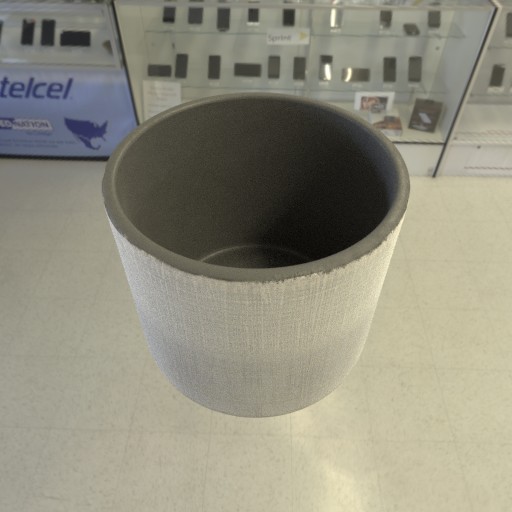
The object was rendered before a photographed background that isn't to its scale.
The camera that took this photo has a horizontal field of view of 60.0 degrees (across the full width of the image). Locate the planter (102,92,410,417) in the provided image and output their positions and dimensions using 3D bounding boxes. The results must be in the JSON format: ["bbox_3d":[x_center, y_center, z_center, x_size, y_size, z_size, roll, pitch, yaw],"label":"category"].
[{"bbox_3d":[0.000,0.000,0.398,0.226,0.201,0.226,0,47,0],"label":"planter"}]
